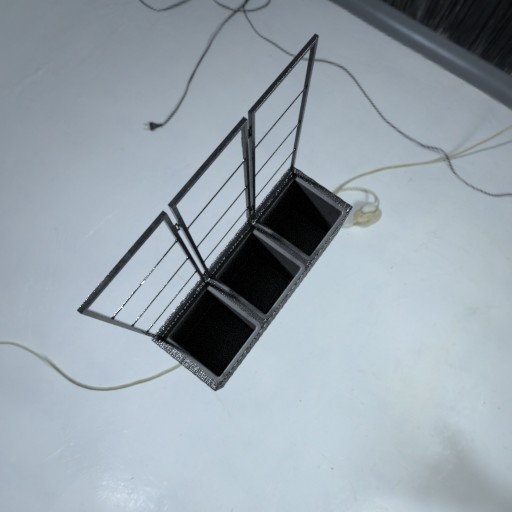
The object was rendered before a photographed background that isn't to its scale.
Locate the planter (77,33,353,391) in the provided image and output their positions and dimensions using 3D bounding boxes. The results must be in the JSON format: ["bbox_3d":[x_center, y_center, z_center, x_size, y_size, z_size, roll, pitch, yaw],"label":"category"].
[{"bbox_3d":[0.000,0.000,1.170,0.244,0.841,0.698,36,78,9],"label":"planter"}]
